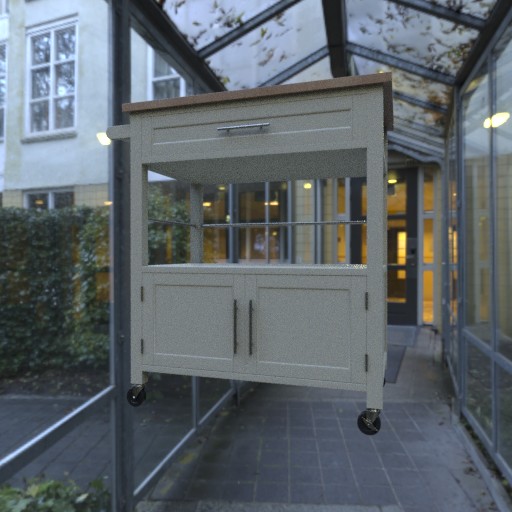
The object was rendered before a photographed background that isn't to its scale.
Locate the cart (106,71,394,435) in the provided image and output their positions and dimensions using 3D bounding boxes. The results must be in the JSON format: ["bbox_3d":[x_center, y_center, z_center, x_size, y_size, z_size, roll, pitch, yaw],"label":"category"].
[{"bbox_3d":[0.000,0.000,1.423,0.840,0.901,0.459,0,0,18],"label":"cart"}]
